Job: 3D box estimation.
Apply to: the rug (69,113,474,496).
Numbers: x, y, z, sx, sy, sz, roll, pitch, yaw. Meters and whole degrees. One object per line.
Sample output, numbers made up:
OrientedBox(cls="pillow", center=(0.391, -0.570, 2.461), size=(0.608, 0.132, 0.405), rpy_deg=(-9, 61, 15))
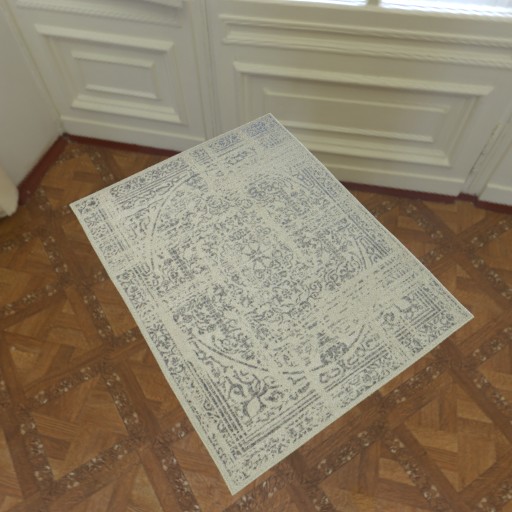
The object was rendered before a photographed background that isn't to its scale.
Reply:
OrientedBox(cls="rug", center=(0.000, 0.000, 3.873), size=(2.311, 0.032, 2.921), rpy_deg=(-29, 63, -17))
